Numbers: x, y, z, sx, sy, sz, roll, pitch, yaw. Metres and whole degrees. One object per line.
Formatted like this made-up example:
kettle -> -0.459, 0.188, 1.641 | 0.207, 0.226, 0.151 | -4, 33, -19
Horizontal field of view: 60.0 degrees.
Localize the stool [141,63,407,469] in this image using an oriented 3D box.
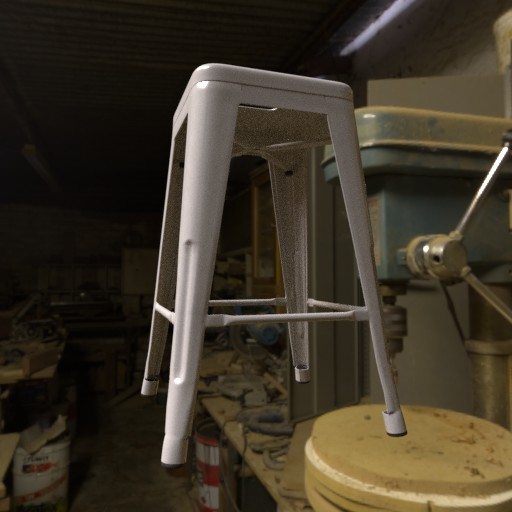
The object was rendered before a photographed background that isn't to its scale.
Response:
stool -> 0.000, 0.000, 0.870 | 0.406, 0.610, 0.406 | 1, -2, -19
